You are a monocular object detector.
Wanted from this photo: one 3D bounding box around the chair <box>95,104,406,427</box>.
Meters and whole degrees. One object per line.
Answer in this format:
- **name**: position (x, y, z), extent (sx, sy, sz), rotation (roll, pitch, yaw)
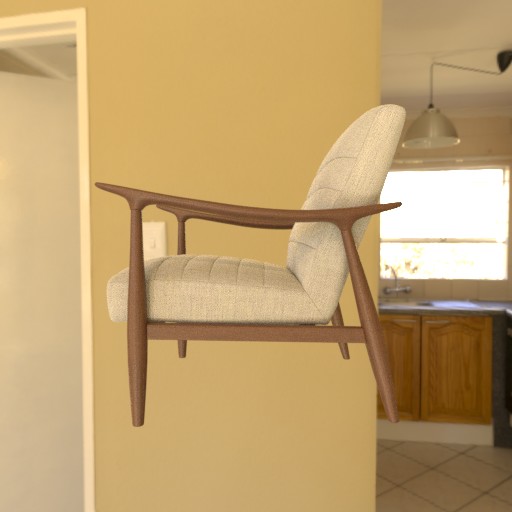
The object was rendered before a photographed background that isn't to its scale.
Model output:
- **chair**: position (0.000, 0.000, 1.432), extent (0.798, 0.832, 0.741), rotation (0, 2, 0)
